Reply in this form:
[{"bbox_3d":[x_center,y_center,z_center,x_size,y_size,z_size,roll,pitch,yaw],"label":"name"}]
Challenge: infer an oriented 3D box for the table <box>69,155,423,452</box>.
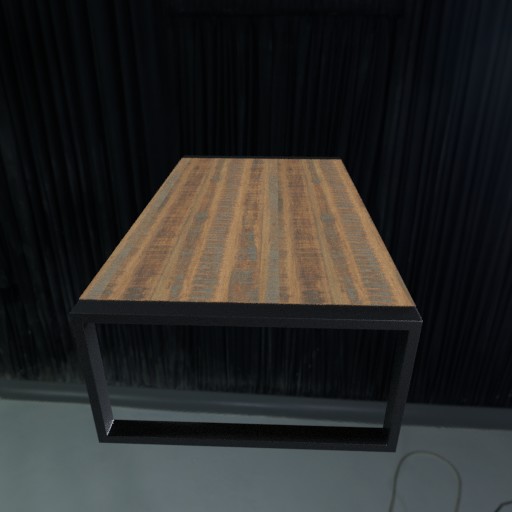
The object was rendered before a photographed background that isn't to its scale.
[{"bbox_3d":[0.000,0.000,1.630,0.750,0.400,1.350,1,27,2],"label":"table"}]
